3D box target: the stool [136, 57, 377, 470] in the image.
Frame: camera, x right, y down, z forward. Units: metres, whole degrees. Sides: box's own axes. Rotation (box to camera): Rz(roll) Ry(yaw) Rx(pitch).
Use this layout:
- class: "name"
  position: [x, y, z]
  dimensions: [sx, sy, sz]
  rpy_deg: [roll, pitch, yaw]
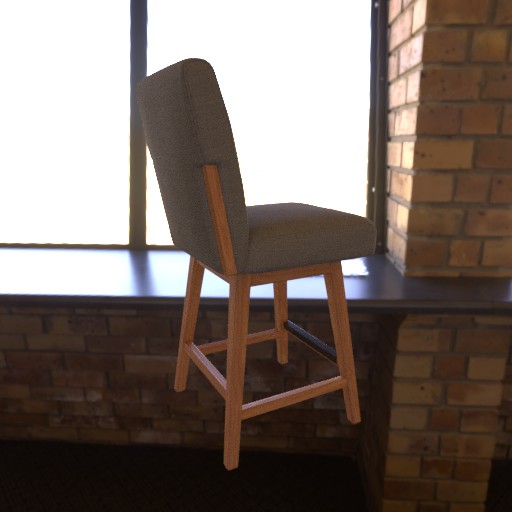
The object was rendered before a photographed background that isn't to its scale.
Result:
- class: "stool"
  position: [0.000, 0.000, 1.331]
  dimensions: [0.570, 1.019, 0.459]
  rpy_deg: [-8, 16, -27]
